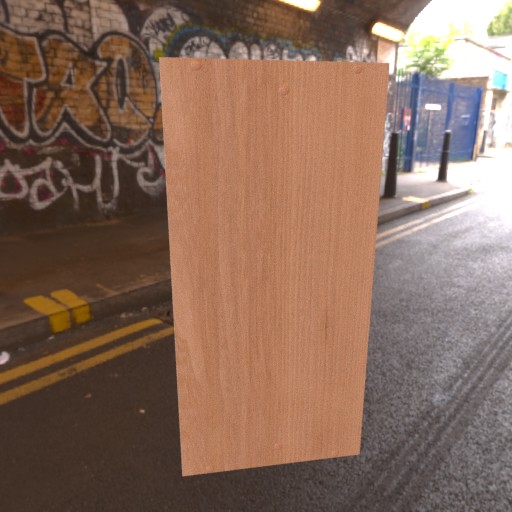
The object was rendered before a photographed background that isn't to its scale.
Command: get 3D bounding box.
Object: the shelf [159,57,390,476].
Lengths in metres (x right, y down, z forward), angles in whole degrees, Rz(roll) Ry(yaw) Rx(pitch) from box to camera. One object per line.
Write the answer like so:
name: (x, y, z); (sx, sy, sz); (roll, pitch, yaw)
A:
shelf: (0.000, 0.000, 0.793); (0.290, 0.600, 0.350); (-3, 16, -9)
